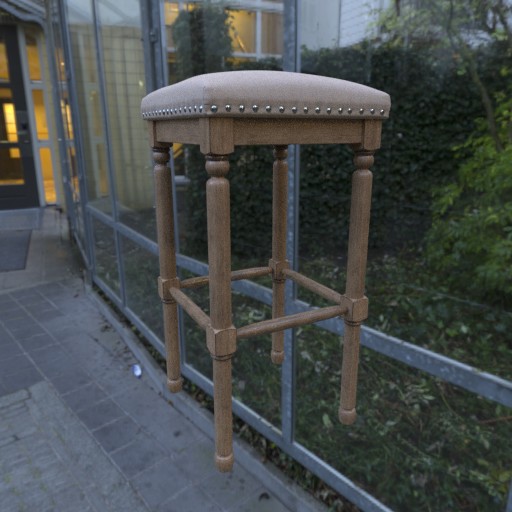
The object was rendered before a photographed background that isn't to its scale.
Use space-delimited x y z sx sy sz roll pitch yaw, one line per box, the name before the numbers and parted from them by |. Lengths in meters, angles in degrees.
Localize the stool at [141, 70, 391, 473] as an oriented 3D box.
stool | 0.000 0.000 0.998 0.383 0.768 0.382 -8 18 -27
